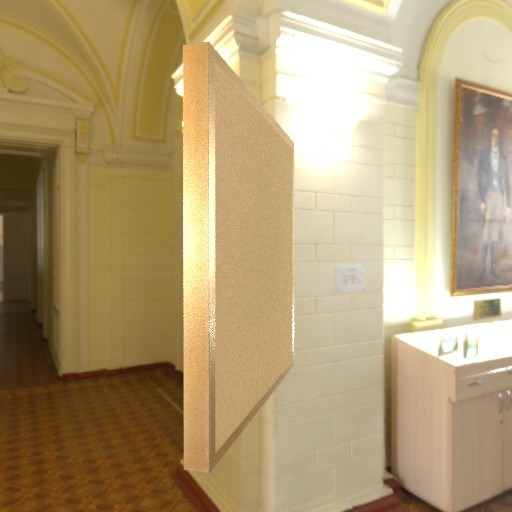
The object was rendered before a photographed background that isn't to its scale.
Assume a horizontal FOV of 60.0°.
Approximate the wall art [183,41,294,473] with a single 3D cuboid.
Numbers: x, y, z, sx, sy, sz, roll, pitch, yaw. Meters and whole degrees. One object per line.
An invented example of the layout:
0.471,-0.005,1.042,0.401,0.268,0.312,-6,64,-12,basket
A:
0.000,0.000,0.771,0.033,0.509,0.510,0,1,16,wall art
